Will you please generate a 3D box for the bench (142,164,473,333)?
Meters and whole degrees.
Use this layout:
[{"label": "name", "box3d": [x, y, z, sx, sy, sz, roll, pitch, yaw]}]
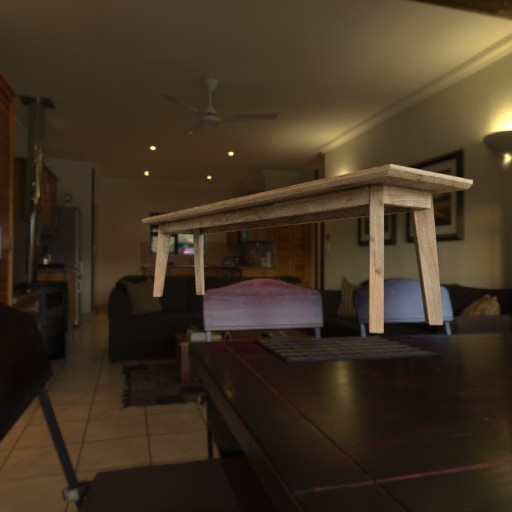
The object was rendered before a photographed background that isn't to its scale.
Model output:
[{"label": "bench", "box3d": [0.000, 0.000, 1.891, 0.378, 0.431, 1.698, 1, -1, -35]}]
